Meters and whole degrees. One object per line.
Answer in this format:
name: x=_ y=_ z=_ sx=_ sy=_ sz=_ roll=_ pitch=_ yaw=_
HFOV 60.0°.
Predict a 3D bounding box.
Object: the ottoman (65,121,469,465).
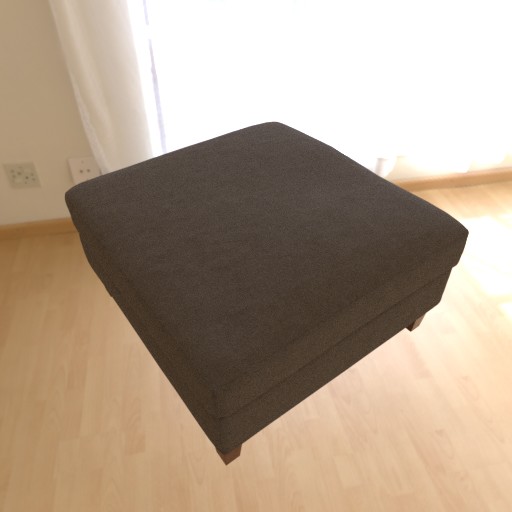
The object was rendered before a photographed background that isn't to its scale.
ottoman: x=0.000 y=0.000 z=1.408 sx=0.861 sy=0.482 sz=0.881 roll=-26 pitch=47 yaw=-27
